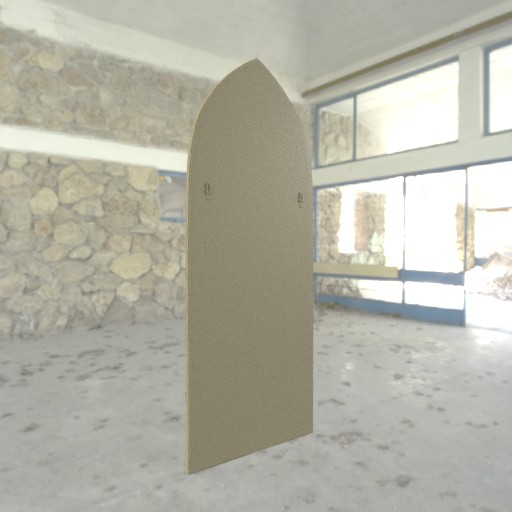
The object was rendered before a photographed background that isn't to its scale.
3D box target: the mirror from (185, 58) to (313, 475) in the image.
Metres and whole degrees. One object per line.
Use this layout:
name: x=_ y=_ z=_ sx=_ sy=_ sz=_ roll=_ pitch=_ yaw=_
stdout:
mirror: x=0.000 y=0.000 z=1.327 sx=0.464 sy=1.175 sz=0.025 roll=-1 pitch=1 yaw=-37
